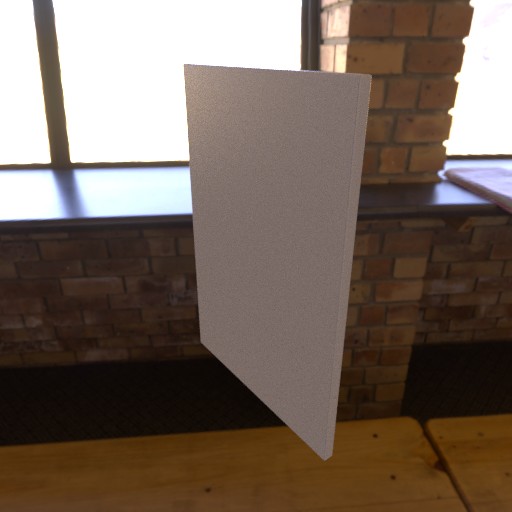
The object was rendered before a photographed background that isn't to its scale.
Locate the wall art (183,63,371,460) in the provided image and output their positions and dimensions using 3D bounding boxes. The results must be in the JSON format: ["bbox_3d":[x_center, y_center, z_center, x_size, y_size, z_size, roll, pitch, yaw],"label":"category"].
[{"bbox_3d":[0.000,0.000,1.511,0.038,1.183,0.808,-18,31,-33],"label":"wall art"}]
